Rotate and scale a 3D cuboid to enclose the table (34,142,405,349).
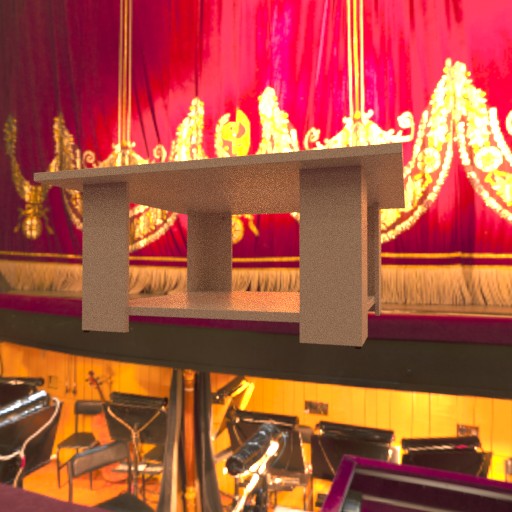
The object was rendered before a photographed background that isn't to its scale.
[{"bbox_3d":[0.000,0.000,1.054,0.670,0.305,0.670,0,-1,19],"label":"table"}]
